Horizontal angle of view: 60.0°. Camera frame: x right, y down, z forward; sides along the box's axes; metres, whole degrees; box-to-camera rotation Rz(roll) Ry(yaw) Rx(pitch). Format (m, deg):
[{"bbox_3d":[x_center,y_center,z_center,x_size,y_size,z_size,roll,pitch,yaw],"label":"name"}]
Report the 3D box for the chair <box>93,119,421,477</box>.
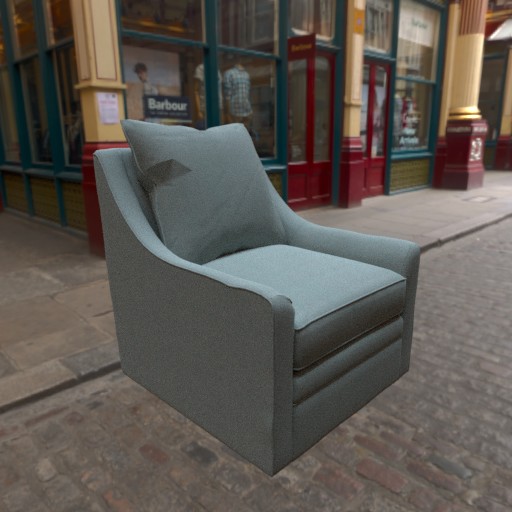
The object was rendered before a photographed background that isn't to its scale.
[{"bbox_3d":[0.000,0.000,1.561,0.870,0.926,0.760,14,20,43],"label":"chair"}]
